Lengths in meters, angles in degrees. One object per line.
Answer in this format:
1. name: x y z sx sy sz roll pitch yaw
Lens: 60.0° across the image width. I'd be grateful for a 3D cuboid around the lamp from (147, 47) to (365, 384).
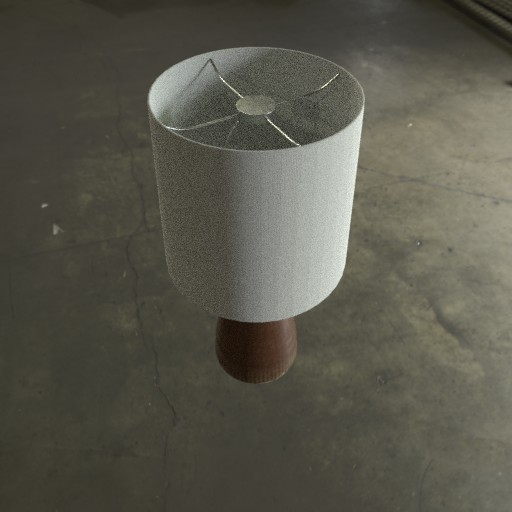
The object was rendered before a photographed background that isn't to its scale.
1. lamp: 0.000 0.000 0.473 0.186 0.369 0.186 0 47 0
